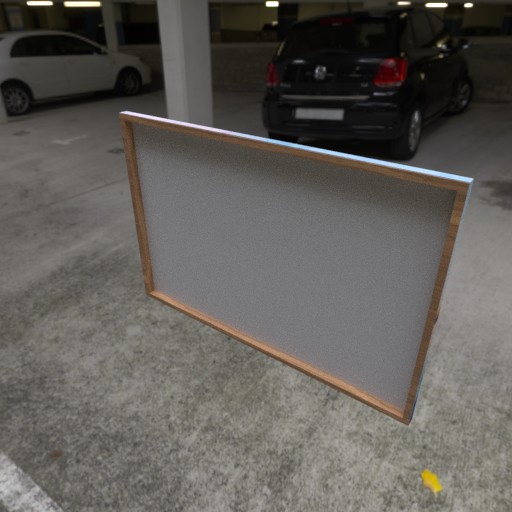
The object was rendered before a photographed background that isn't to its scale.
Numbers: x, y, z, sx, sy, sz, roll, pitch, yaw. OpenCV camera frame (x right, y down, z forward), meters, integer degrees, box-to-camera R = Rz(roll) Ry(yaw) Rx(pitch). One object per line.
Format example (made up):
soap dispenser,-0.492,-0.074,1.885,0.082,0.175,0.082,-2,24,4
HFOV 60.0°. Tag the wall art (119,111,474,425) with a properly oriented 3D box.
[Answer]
wall art,0.000,0.000,0.755,0.604,0.402,0.018,20,36,31
